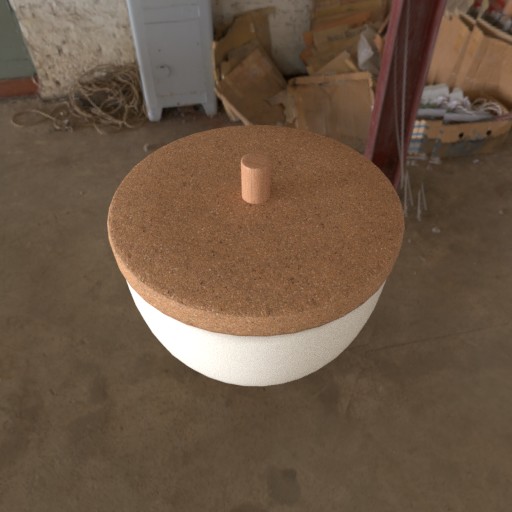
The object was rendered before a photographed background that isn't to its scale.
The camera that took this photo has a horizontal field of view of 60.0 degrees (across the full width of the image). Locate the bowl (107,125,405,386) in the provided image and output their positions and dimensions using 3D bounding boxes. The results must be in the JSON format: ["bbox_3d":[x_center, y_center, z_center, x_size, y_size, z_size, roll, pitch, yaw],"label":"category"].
[{"bbox_3d":[0.000,0.000,0.217,0.126,0.110,0.126,0,46,0],"label":"bowl"}]
